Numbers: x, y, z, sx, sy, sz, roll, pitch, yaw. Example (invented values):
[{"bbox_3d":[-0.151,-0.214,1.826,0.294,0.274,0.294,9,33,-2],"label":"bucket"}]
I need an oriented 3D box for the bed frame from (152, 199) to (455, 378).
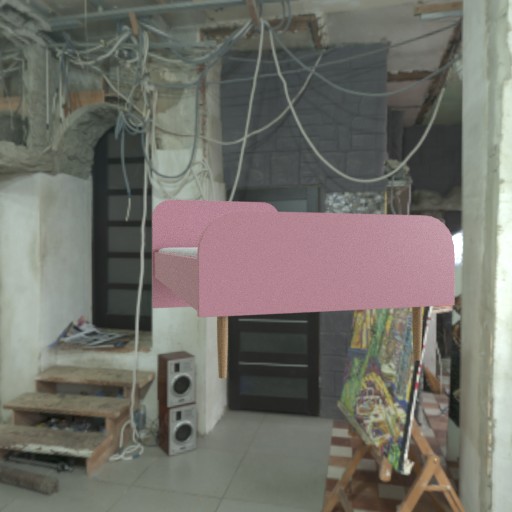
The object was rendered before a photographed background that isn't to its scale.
[{"bbox_3d":[0.000,0.000,2.501,0.998,0.805,1.963,0,1,-17],"label":"bed frame"}]
